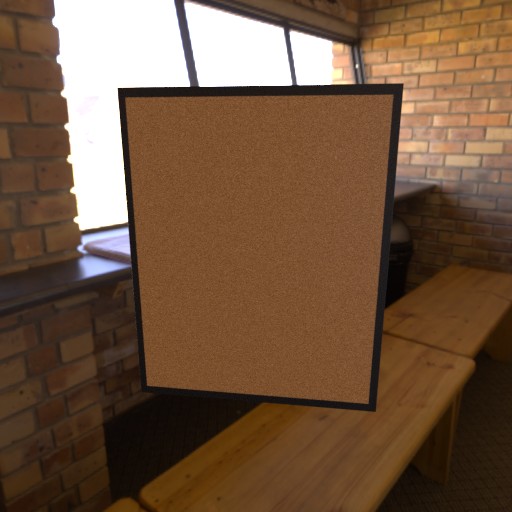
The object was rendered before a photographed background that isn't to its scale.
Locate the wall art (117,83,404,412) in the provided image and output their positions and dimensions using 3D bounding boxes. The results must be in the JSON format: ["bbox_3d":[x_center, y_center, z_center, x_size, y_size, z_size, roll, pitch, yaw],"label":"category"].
[{"bbox_3d":[0.000,0.000,0.515,0.294,0.369,0.030,2,16,8],"label":"wall art"}]
